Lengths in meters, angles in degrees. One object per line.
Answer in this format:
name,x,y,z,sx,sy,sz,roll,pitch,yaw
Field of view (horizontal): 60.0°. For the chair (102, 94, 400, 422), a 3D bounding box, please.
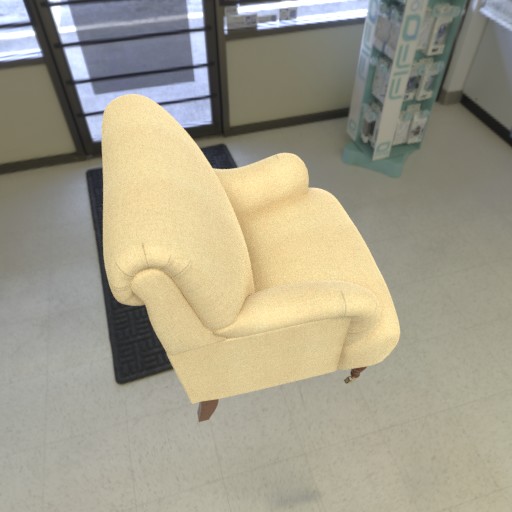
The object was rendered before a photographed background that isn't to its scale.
chair,0.000,0.000,1.527,0.842,0.944,0.766,-10,48,-9
